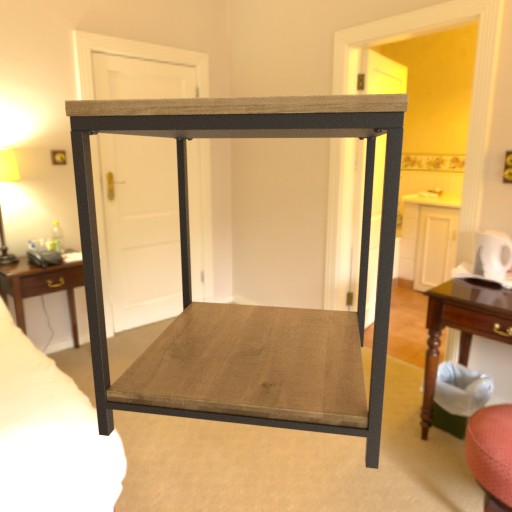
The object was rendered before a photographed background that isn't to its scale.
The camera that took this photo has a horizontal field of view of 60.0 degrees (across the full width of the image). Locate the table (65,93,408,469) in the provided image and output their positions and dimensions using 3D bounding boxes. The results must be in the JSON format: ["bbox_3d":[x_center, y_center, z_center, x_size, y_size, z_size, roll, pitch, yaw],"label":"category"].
[{"bbox_3d":[0.000,0.000,0.947,0.507,0.589,0.503,2,14,10],"label":"table"}]
